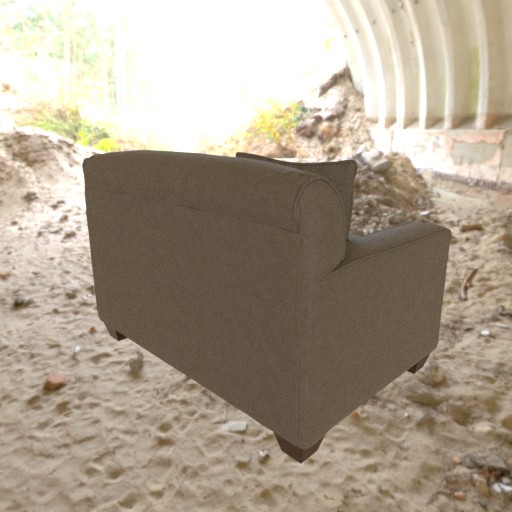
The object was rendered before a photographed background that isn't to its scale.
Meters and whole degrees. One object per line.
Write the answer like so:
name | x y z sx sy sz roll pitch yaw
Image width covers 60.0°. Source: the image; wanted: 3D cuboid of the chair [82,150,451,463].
chair | 0.000 0.000 2.028 0.992 0.953 1.395 -15 22 -42
